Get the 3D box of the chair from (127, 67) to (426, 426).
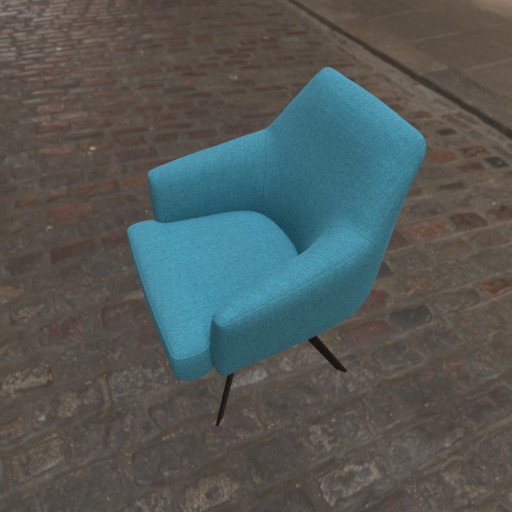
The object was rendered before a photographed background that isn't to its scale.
[{"bbox_3d":[0.000,0.000,1.314,0.677,0.874,0.642,-17,48,-16],"label":"chair"}]
